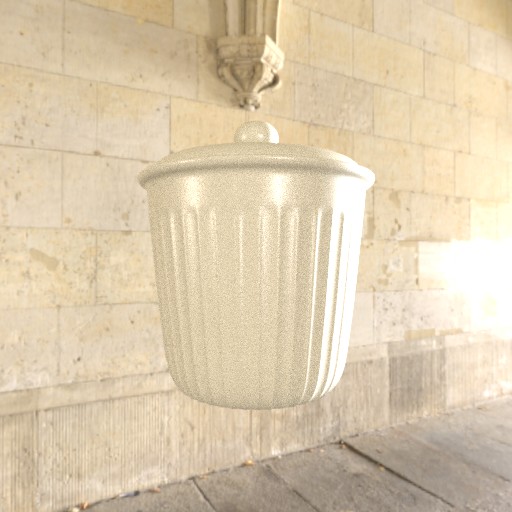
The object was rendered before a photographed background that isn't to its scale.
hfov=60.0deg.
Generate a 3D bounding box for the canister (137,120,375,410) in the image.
[{"bbox_3d":[0.000,0.000,0.349,0.181,0.211,0.181,0,-1,0],"label":"canister"}]
